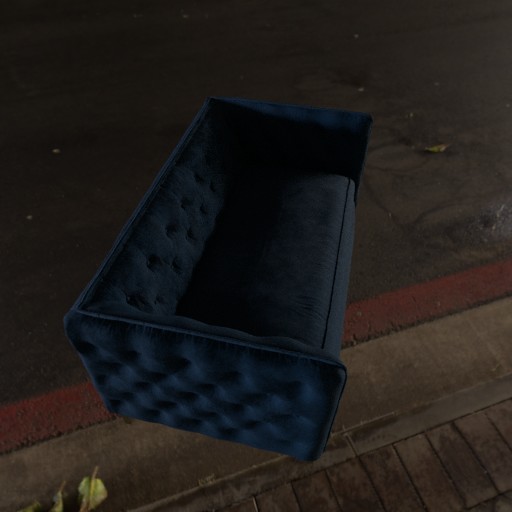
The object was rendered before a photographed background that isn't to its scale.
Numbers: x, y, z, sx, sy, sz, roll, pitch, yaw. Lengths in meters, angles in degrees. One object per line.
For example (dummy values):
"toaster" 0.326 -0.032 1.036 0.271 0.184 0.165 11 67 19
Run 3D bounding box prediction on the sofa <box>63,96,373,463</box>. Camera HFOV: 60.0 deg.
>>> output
"sofa" 0.000 0.000 2.085 0.909 0.810 1.583 10 47 9
